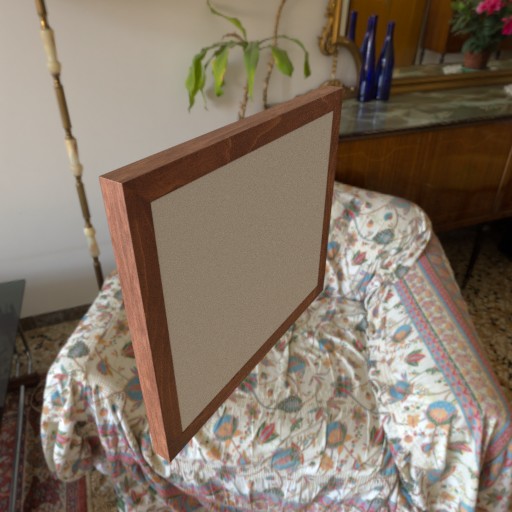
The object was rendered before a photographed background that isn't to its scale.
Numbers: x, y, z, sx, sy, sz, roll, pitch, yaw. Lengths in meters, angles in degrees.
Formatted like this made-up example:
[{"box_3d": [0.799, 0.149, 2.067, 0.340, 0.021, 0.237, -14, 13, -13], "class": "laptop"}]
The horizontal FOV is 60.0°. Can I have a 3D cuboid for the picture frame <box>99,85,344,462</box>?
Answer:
[{"box_3d": [0.000, 0.000, 0.541, 0.025, 0.330, 0.381, 19, 37, 28], "class": "picture frame"}]
